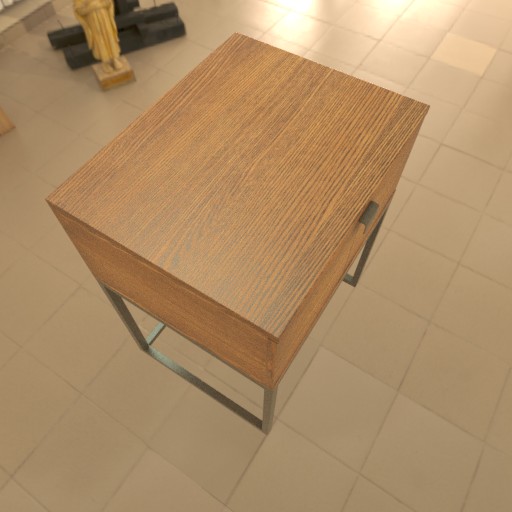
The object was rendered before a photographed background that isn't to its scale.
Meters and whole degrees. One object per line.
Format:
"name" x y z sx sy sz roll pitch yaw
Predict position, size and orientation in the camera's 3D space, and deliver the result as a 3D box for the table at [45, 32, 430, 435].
"table" 0.000 0.000 0.933 0.400 0.610 0.482 29 62 17
